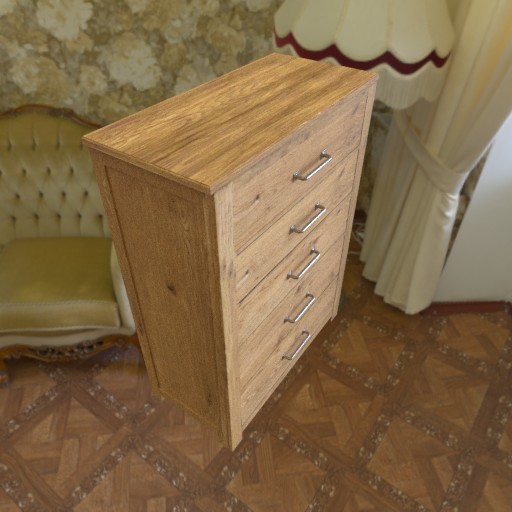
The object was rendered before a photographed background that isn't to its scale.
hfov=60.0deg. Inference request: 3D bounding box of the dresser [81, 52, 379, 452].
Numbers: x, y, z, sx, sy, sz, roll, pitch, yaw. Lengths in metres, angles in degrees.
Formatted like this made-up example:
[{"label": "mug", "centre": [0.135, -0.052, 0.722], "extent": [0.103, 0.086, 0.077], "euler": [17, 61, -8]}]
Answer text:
[{"label": "dresser", "centre": [0.000, 0.000, 2.033], "extent": [0.558, 1.431, 1.081], "euler": [25, 46, 26]}]
